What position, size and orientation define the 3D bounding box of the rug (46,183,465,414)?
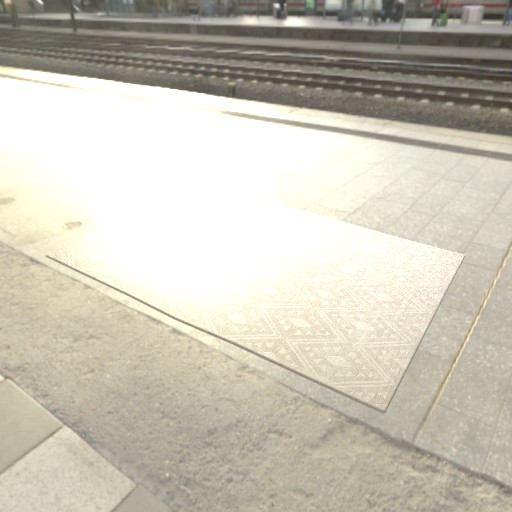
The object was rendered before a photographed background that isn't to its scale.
[{"bbox_3d":[0.000,0.000,2.327,1.829,0.034,1.252,18,35,29],"label":"rug"}]
